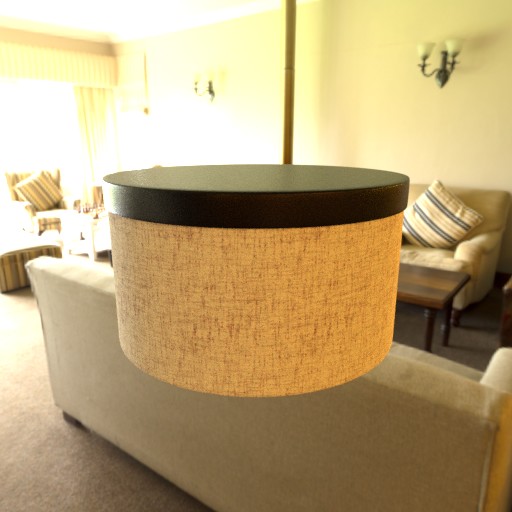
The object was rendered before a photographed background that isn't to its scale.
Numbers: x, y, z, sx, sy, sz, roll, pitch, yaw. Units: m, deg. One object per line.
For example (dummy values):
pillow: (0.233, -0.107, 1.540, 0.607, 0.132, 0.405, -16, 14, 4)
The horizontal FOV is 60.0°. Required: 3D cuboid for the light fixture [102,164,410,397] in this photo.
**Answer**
light fixture: (0.000, 0.000, 0.621, 0.389, 0.229, 0.389, 0, 15, 0)
